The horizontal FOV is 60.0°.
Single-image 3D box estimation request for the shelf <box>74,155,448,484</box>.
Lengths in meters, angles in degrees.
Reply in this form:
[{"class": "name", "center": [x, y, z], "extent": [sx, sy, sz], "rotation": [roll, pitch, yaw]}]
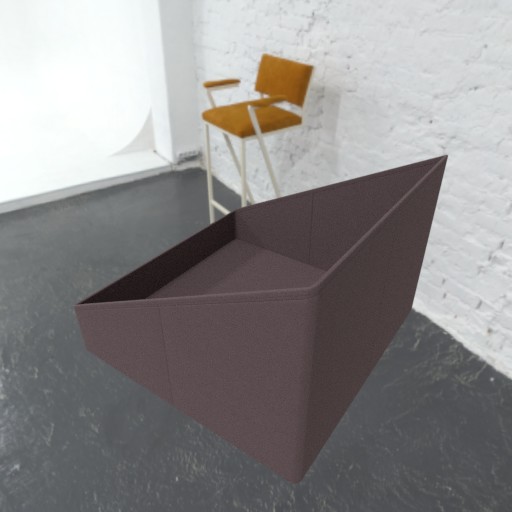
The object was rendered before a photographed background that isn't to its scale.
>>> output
[{"class": "shelf", "center": [0.000, 0.000, 0.491], "extent": [0.292, 0.210, 0.292], "rotation": [21, 38, 29]}]
